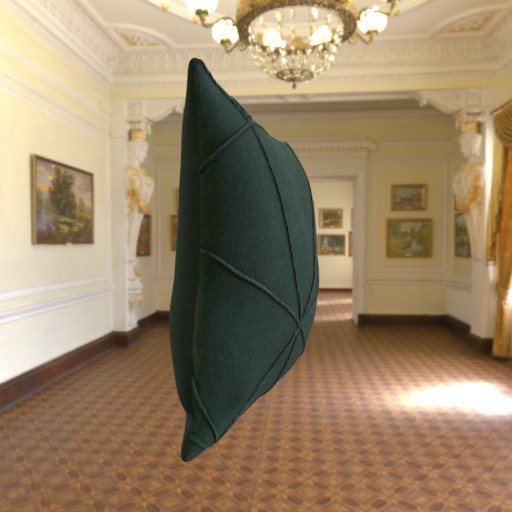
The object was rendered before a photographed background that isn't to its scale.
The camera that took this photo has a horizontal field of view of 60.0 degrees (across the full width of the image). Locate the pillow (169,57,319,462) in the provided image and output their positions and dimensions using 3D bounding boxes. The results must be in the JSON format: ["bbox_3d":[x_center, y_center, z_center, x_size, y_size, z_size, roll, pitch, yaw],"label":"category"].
[{"bbox_3d":[0.000,0.000,0.678,0.184,0.440,0.439,1,2,18],"label":"pillow"}]
